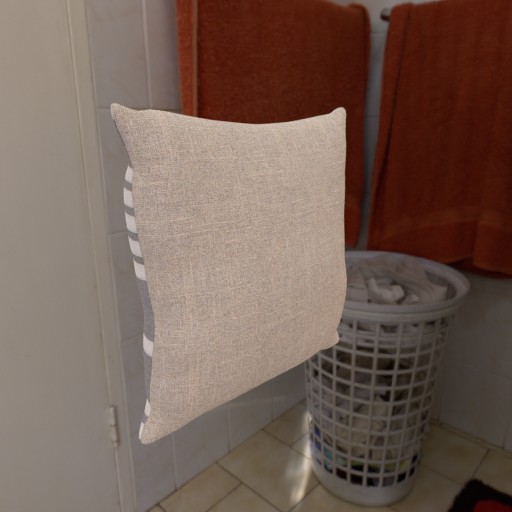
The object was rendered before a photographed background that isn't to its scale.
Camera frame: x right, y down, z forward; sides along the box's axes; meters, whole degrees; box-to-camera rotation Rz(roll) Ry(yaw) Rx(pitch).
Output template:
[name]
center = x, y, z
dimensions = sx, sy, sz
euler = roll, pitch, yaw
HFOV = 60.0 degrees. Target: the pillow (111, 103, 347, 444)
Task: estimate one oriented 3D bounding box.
[pillow]
center = 0.000, 0.000, 0.675
dimensions = 0.439, 0.440, 0.182
euler = -16, 22, -43
